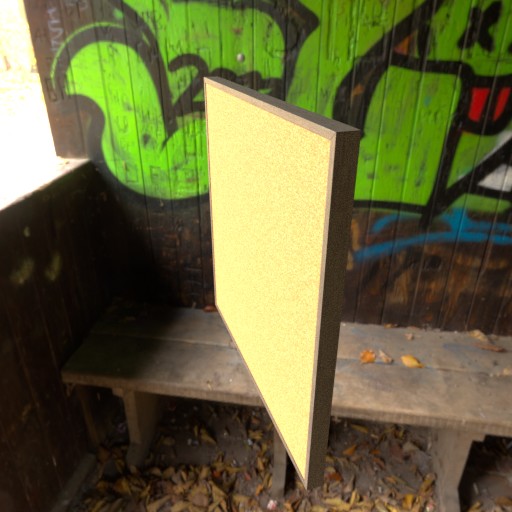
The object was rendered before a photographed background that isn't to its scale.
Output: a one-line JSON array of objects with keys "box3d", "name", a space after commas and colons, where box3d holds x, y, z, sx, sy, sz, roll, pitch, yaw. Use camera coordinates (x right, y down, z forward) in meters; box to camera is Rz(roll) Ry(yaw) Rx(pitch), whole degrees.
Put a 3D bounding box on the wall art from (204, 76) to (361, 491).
[{"box3d": [0.000, 0.000, 1.098, 0.039, 0.758, 0.758, -9, 29, -17], "name": "wall art"}]
